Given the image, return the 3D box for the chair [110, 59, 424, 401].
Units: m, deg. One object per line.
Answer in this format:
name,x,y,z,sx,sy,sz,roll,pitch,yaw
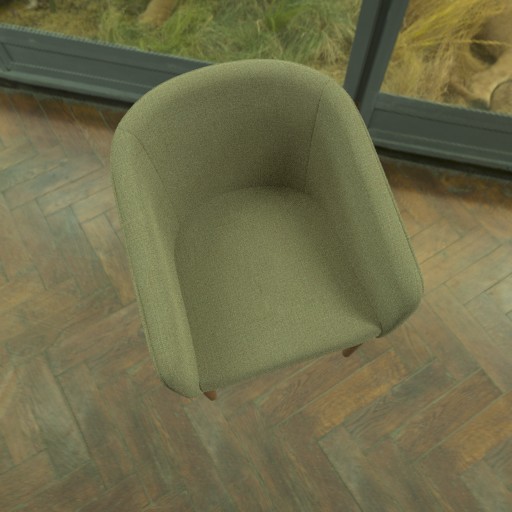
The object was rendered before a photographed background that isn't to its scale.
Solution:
chair,0.000,0.000,1.200,0.584,0.775,0.616,-16,66,-7
